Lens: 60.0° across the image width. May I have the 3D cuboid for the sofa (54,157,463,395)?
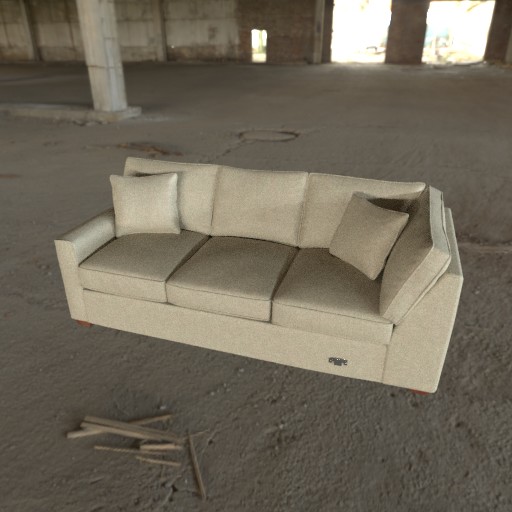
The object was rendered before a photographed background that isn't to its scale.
[{"bbox_3d":[0.000,0.000,2.863,2.317,0.962,1.061,8,27,16],"label":"sofa"}]
